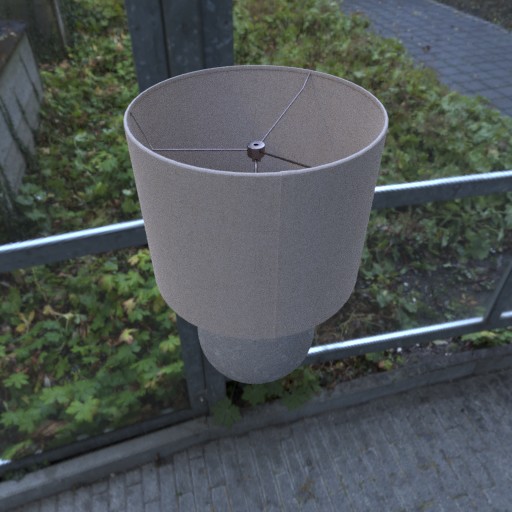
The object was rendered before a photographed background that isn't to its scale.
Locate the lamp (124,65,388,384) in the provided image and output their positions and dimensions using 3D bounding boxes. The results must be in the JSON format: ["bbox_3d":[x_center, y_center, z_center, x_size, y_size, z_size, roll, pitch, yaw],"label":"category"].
[{"bbox_3d":[0.000,0.000,0.594,0.269,0.409,0.269,0,41,0],"label":"lamp"}]
